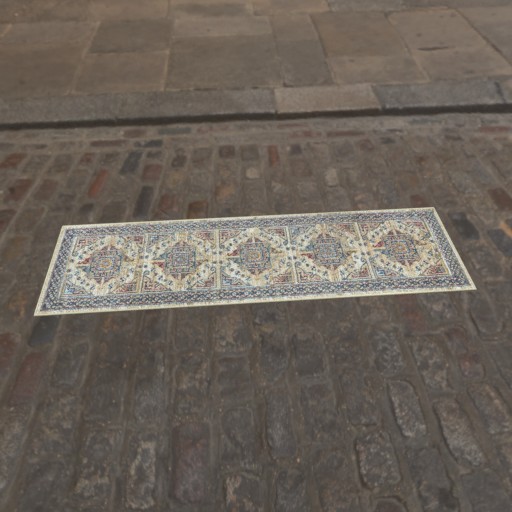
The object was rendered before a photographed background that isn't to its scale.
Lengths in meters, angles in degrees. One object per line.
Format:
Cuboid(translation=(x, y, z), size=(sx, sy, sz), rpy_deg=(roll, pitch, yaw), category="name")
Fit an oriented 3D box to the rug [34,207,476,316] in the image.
Cuboid(translation=(0.000, 0.000, 2.516), size=(2.297, 0.013, 0.661), rpy_deg=(-3, 47, -3), category="rug")
